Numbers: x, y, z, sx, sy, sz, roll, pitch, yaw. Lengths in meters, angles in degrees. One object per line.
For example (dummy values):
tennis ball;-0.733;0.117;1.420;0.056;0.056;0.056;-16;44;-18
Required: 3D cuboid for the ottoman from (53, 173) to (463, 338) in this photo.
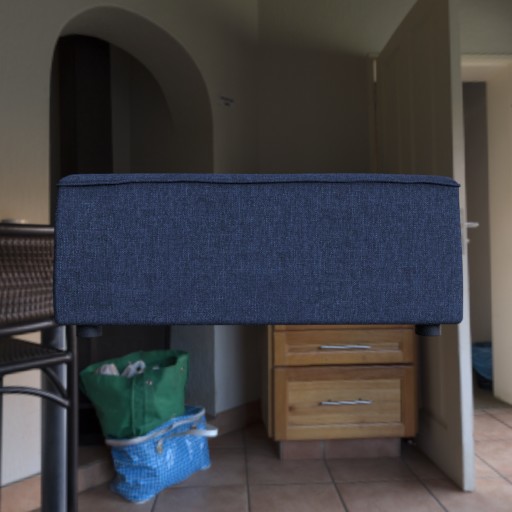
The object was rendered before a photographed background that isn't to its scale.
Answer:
ottoman;0.000;0.000;1.567;1.017;0.423;1.023;0;-1;-1
